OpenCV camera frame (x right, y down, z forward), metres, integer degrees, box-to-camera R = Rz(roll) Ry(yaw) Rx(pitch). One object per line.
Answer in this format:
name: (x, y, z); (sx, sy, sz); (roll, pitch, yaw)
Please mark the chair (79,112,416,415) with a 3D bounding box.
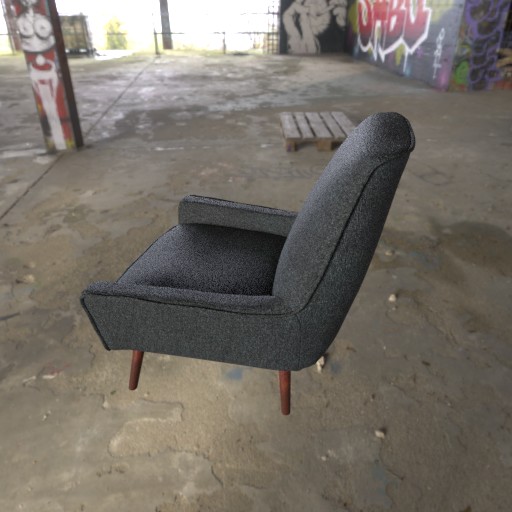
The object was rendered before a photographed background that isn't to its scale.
chair: (0.000, 0.000, 1.457); (0.859, 0.883, 0.763); (8, 30, 13)
